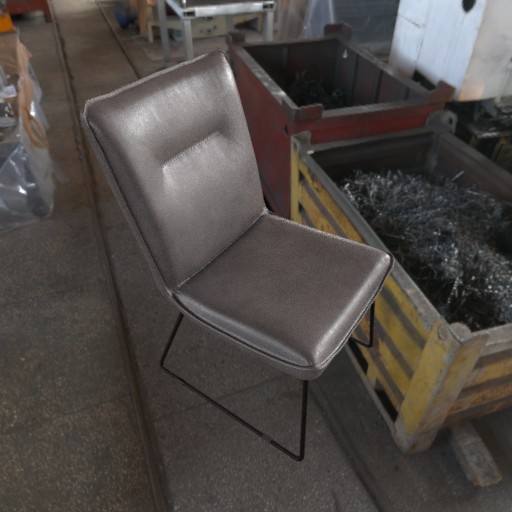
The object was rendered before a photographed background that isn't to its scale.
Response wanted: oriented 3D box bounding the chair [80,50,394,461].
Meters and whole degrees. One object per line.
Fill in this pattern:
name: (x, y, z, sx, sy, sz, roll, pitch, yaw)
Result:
chair: (0.000, 0.000, 1.297, 0.688, 0.932, 0.515, 25, 47, 25)
